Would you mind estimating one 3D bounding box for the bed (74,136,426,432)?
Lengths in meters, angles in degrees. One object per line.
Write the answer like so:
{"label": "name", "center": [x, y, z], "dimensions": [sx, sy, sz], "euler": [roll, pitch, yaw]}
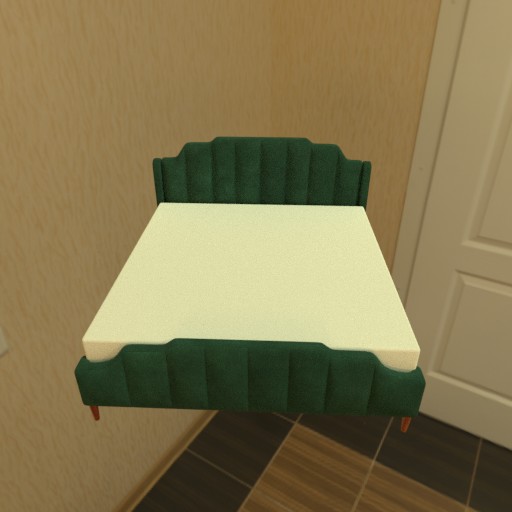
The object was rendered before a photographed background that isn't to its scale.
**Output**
{"label": "bed", "center": [0.000, 0.000, 3.479], "dimensions": [2.074, 1.245, 2.340], "euler": [1, 30, 2]}
